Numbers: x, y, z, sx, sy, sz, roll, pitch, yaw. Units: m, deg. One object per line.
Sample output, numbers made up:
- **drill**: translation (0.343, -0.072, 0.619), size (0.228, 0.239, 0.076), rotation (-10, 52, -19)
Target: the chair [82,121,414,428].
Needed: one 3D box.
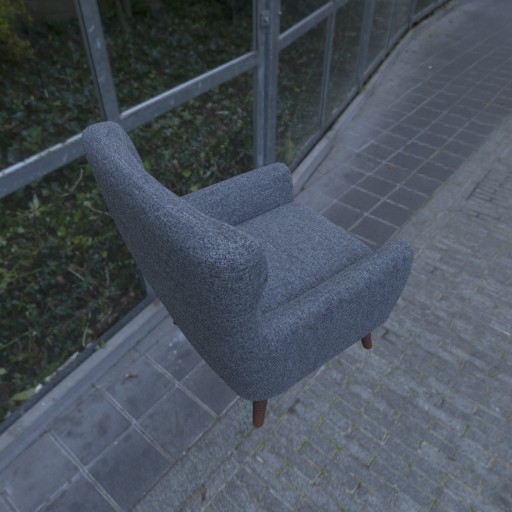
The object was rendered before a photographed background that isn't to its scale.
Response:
- **chair**: translation (0.000, 0.000, 1.763), size (0.940, 1.039, 0.889), rotation (-26, 47, -27)
